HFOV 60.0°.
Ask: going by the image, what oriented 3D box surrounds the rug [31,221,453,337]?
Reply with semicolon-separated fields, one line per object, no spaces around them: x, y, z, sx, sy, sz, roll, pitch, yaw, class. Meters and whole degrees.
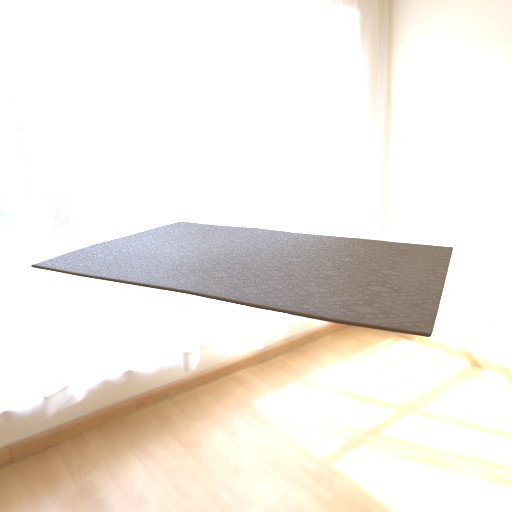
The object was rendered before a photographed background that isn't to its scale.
0.000;0.000;2.307;1.829;0.034;1.252;7;17;25;rug
